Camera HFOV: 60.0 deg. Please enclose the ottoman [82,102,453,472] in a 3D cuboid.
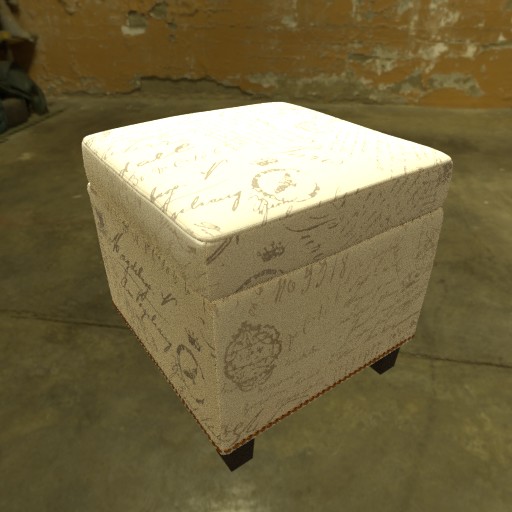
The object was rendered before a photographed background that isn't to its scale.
[{"bbox_3d":[0.000,0.000,0.816,0.449,0.457,0.450,-21,38,-30],"label":"ottoman"}]
